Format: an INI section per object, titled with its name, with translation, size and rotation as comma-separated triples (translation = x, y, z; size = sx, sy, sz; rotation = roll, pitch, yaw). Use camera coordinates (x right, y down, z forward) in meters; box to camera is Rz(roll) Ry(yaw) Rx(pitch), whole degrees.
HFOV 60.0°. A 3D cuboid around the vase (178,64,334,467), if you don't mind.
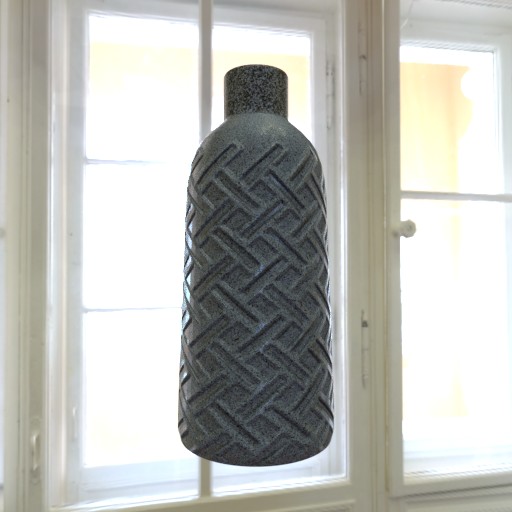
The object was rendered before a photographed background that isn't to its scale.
[vase]
translation = 0.000, 0.000, 0.350
size = 0.122, 0.282, 0.122
rotation = 0, 0, 0
